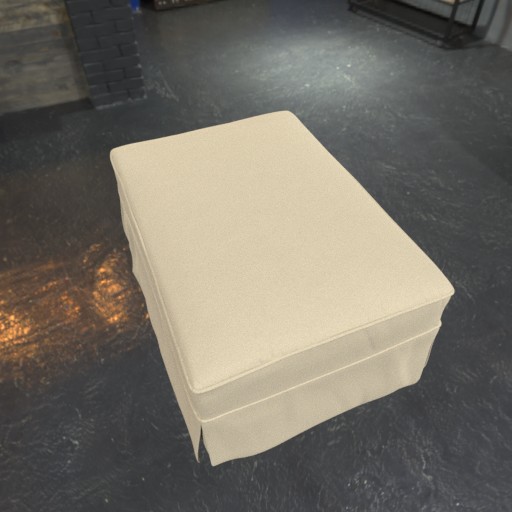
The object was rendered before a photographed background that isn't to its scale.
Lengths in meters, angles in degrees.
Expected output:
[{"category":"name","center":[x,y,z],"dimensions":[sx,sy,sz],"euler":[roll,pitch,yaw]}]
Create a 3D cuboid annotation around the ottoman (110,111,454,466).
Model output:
[{"category":"ottoman","center":[0.000,0.000,1.353],"dimensions":[0.721,0.482,0.959],"euler":[-17,50,-15]}]
